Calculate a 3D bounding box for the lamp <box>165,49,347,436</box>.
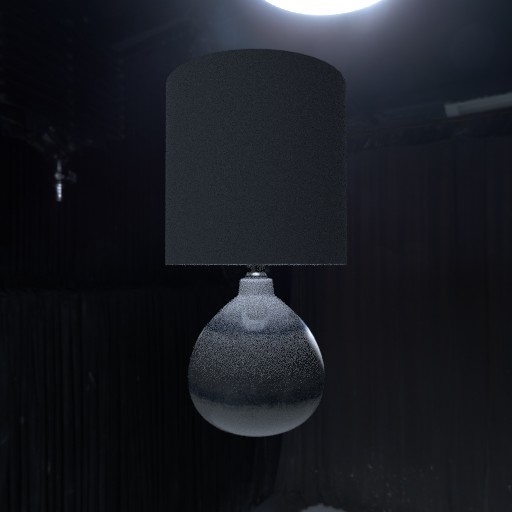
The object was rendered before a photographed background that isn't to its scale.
[{"bbox_3d":[0.000,0.000,0.540,0.216,0.404,0.216,-1,-1,36],"label":"lamp"}]
